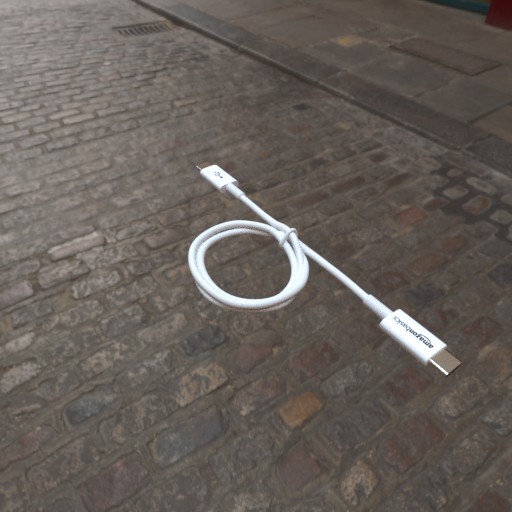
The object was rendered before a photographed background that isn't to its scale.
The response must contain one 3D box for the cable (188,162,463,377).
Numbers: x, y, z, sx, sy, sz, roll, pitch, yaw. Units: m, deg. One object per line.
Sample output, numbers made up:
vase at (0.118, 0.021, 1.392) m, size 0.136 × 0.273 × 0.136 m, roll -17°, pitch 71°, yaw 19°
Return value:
cable at (0.000, 0.000, 0.229) m, size 0.070 × 0.014 × 0.203 m, roll -25°, pitch 47°, yaw -26°
